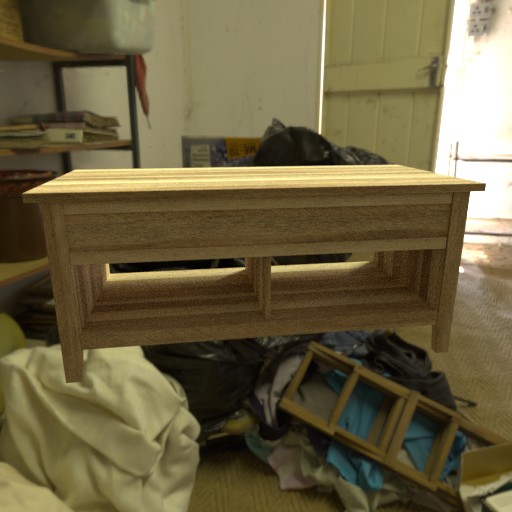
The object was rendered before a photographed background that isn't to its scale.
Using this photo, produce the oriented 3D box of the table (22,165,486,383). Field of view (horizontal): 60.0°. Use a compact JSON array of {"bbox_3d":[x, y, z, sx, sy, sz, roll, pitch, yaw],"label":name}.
[{"bbox_3d":[0.000,0.000,1.335,1.095,0.480,0.493,-3,17,-8],"label":"table"}]
